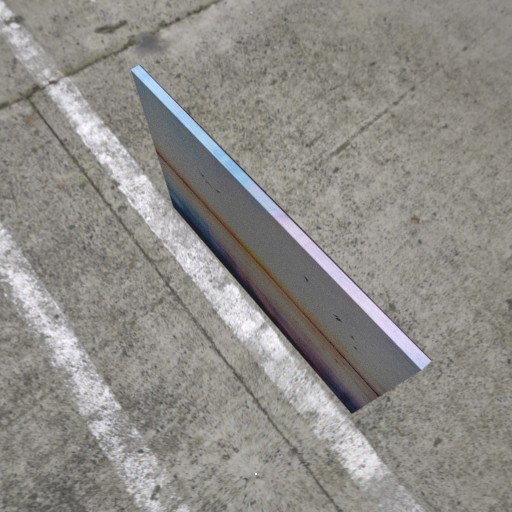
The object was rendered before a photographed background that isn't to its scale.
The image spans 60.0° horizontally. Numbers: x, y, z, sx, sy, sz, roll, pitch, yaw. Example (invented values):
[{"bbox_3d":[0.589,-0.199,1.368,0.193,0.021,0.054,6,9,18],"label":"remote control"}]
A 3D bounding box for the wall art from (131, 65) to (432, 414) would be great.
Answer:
[{"bbox_3d":[0.000,0.000,0.777,0.018,0.402,0.604,-36,69,-16],"label":"wall art"}]
